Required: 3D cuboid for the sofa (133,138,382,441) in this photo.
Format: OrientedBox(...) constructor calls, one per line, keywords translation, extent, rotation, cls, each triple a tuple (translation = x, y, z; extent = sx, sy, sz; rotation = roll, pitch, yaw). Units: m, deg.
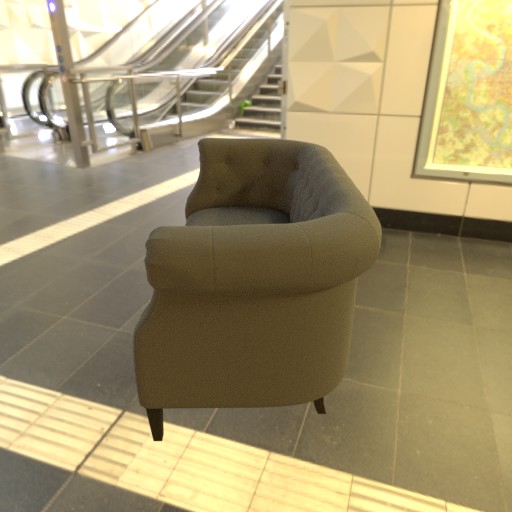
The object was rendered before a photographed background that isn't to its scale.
OrientedBox(translation=(0.000, 0.000, 2.050), extent=(0.835, 0.827, 1.558), rotation=(0, 26, -1), cls="sofa")
